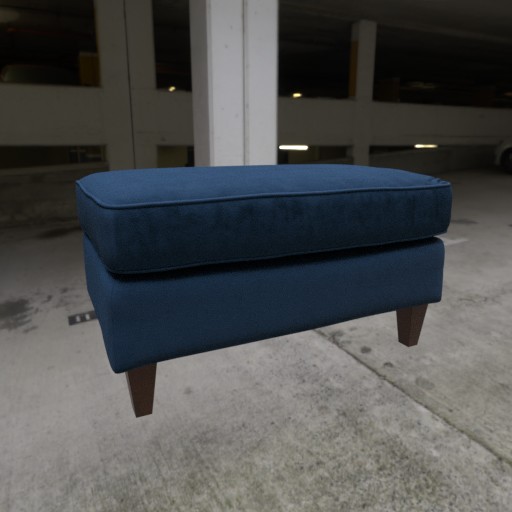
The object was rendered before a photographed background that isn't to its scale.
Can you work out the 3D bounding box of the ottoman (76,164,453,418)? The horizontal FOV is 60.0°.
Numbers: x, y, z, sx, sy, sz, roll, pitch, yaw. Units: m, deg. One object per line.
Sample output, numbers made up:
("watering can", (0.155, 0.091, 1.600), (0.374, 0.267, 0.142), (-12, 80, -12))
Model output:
("ottoman", (0.000, 0.000, 1.218), (0.862, 0.484, 0.583), (-7, 16, -25))
